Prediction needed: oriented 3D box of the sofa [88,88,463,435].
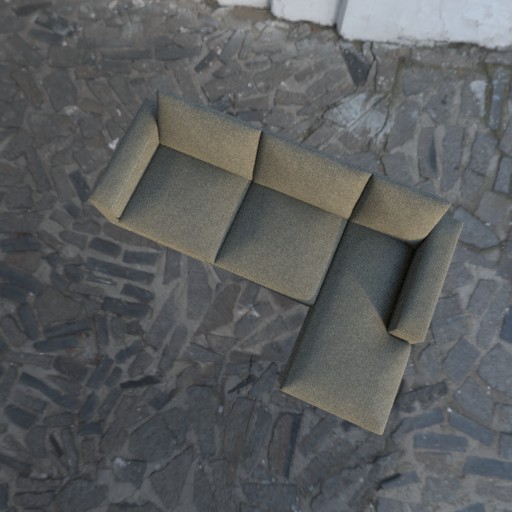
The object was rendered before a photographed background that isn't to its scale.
[{"bbox_3d":[0.000,0.000,3.429,2.718,0.940,1.689,23,77,6],"label":"sofa"}]
